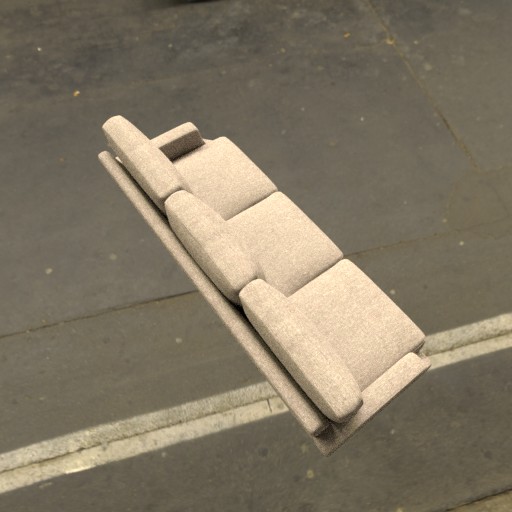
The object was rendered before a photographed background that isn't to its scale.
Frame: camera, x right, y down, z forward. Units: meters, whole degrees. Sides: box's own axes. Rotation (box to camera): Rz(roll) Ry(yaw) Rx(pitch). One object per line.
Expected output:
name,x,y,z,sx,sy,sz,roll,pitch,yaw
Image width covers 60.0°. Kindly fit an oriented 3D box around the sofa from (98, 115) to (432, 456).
sofa,0.000,0.000,2.583,0.888,0.984,2.115,-33,64,-18
